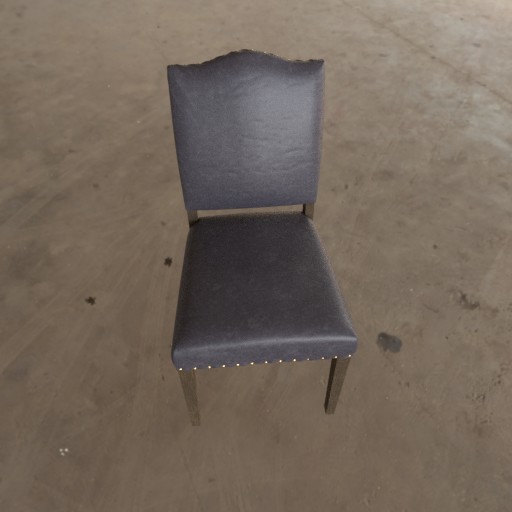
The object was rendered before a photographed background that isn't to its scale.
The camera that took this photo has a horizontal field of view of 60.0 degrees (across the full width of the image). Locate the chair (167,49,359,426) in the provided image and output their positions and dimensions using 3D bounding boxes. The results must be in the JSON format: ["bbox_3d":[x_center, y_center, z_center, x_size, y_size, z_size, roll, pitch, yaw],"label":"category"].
[{"bbox_3d":[0.000,0.000,1.342,0.500,0.991,0.633,-4,48,-3],"label":"chair"}]
